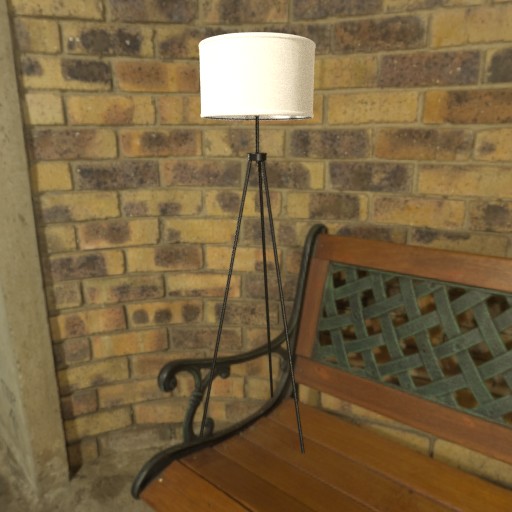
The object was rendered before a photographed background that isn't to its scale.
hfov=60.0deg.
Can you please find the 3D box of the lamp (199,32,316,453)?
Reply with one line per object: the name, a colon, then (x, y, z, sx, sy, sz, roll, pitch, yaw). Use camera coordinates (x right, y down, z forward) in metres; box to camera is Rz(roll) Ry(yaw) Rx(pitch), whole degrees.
lamp: (0.000, 0.000, 1.782, 0.448, 1.545, 0.458, 2, 15, 9)
